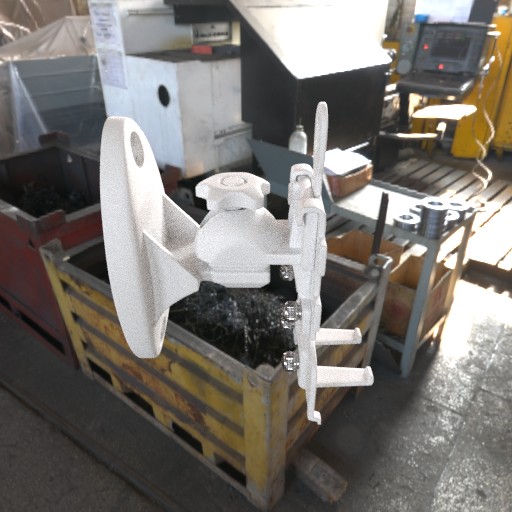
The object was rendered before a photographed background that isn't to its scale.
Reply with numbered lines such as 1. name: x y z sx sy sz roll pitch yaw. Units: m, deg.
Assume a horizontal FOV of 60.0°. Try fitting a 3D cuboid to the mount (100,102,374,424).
1. mount: 0.000 0.000 0.176 0.100 0.118 0.066 0 31 1
